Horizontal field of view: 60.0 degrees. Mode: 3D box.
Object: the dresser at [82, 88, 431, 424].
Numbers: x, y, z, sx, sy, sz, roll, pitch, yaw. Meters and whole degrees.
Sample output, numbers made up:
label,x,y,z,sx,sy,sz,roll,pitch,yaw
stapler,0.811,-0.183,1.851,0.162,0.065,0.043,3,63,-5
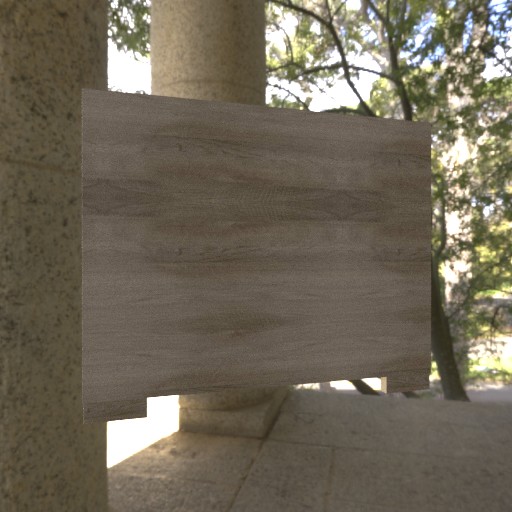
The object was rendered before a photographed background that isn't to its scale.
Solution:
label,x,y,z,sx,sy,sz,roll,pitch,yaw
dresser,0.000,0.000,1.404,0.994,0.816,0.404,0,0,-16
